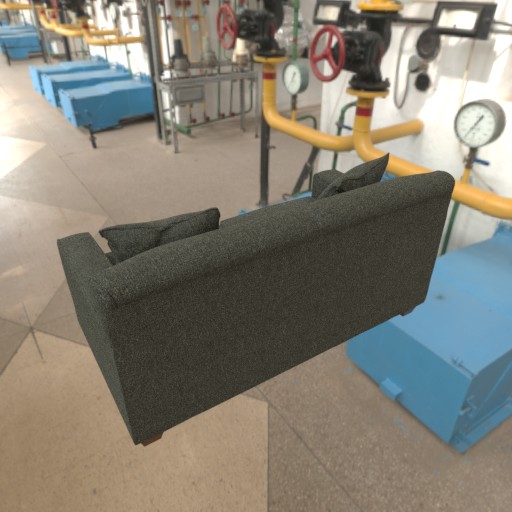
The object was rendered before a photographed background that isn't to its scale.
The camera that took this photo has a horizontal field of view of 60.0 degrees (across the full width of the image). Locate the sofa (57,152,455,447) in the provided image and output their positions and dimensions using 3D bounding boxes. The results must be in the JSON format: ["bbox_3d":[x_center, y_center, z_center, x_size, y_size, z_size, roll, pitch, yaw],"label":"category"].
[{"bbox_3d":[0.000,0.000,2.417,1.846,0.958,0.998,-19,37,-27],"label":"sofa"}]
